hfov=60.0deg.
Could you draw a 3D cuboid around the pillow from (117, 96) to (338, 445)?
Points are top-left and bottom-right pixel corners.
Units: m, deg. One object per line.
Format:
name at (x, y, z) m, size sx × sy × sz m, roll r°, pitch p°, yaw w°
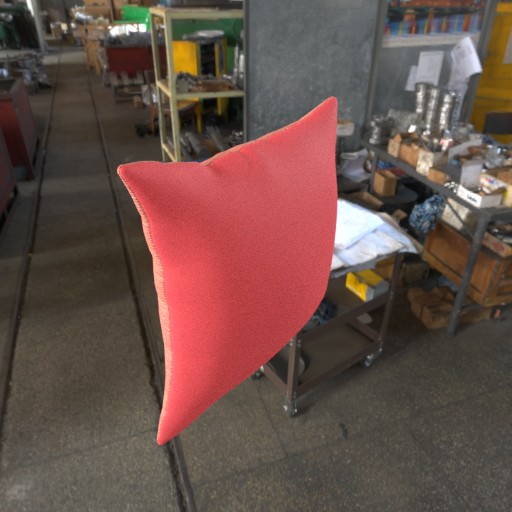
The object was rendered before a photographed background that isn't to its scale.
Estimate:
pillow at (0.000, 0.000, 0.828) m, size 0.229 × 0.501 × 0.559 m, roll 21°, pitch 37°, yaw 31°
